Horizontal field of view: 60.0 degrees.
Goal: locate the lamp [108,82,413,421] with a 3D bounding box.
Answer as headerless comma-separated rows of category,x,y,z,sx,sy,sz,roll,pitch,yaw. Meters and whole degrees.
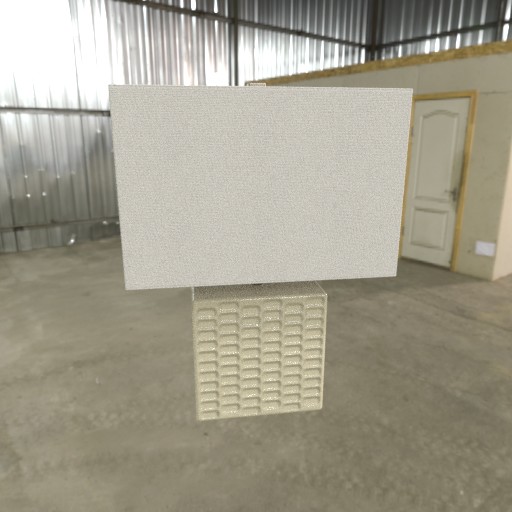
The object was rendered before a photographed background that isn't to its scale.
lamp,0.000,0.000,0.705,0.380,0.515,0.200,-2,16,-8
